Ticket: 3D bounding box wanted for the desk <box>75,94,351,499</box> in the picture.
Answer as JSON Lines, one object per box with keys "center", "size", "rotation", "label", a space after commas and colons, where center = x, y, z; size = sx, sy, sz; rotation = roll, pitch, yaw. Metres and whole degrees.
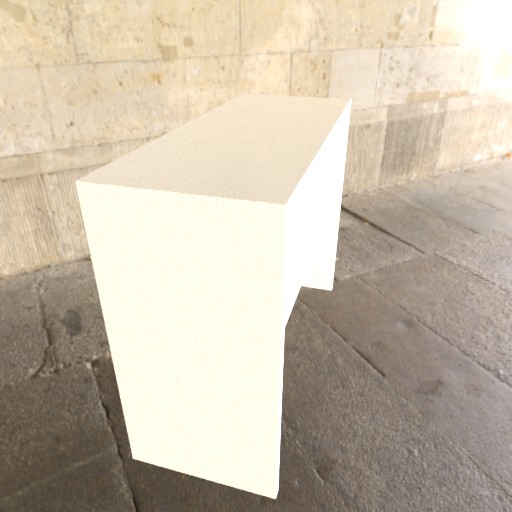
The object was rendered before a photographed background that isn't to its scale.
{"center": [0.000, 0.000, 1.381], "size": [0.400, 0.790, 1.000], "rotation": [8, 30, 14], "label": "desk"}
